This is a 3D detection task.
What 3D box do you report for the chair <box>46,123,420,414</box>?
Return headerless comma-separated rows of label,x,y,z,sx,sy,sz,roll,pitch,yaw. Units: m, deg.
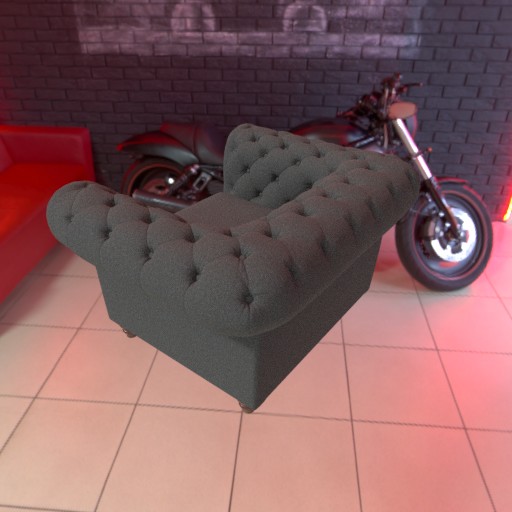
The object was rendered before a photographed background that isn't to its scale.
chair,0.000,0.000,1.898,0.976,0.770,1.270,22,38,31
